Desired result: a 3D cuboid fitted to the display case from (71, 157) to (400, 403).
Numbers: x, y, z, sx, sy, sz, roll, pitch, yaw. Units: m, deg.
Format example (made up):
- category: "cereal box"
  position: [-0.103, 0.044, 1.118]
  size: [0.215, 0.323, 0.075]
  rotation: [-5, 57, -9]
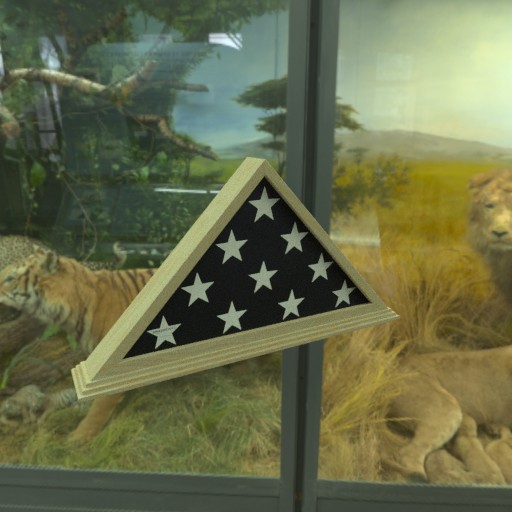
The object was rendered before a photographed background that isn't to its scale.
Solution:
- category: "display case"
  position: [0.000, 0.000, 0.789]
  size: [0.640, 0.340, 0.095]
  rotation: [-8, 18, -27]
